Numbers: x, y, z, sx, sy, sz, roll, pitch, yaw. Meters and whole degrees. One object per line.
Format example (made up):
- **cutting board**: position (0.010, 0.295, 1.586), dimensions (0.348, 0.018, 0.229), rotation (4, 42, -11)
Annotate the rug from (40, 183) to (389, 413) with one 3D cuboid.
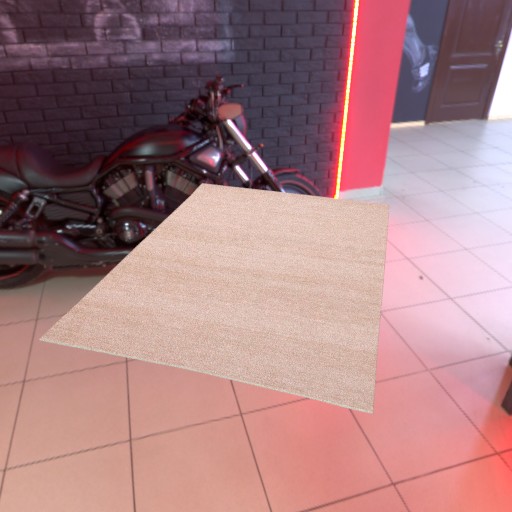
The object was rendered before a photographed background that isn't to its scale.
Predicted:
- **rug**: position (0.000, 0.000, 4.319), dimensions (2.434, 0.045, 3.202), rotation (9, 32, 14)
